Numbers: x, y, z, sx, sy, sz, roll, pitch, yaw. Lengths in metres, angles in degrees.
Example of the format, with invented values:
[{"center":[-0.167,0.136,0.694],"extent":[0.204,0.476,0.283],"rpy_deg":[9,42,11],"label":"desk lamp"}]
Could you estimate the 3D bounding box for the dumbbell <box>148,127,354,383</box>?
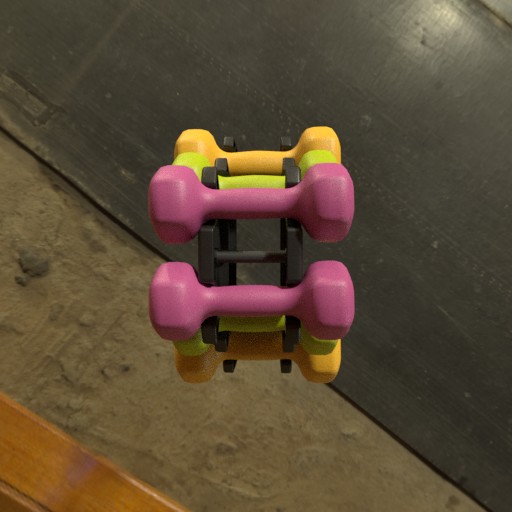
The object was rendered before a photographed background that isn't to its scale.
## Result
[{"center":[0.000,0.000,0.459],"extent":[0.190,0.271,0.300],"rpy_deg":[0,90,2],"label":"dumbbell"}]
